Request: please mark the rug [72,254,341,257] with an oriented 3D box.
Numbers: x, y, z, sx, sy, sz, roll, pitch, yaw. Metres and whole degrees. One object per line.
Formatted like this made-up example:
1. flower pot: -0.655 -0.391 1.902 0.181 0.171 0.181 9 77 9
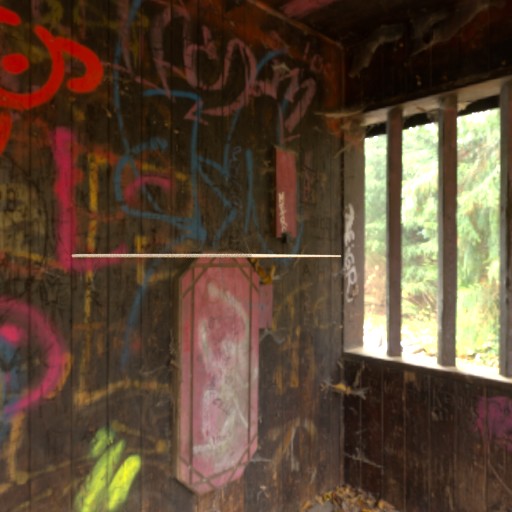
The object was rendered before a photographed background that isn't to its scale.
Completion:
1. rug: 0.000 0.000 2.808 0.769 0.012 2.448 0 0 18
